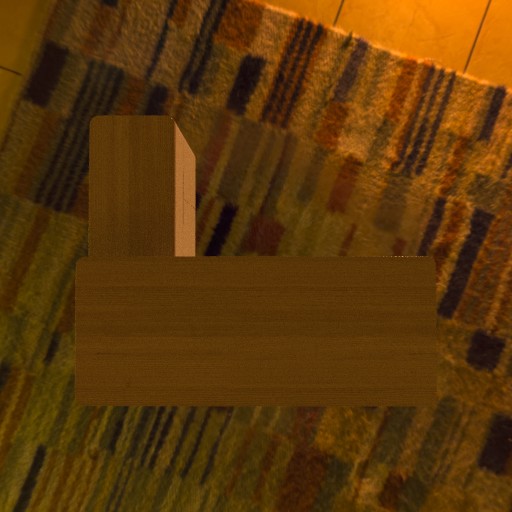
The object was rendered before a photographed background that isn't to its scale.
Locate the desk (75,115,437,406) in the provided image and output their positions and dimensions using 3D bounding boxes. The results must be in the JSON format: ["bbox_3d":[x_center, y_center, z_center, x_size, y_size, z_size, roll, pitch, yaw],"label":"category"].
[{"bbox_3d":[0.000,0.000,2.107,1.400,0.770,1.175,0,89,0],"label":"desk"}]
